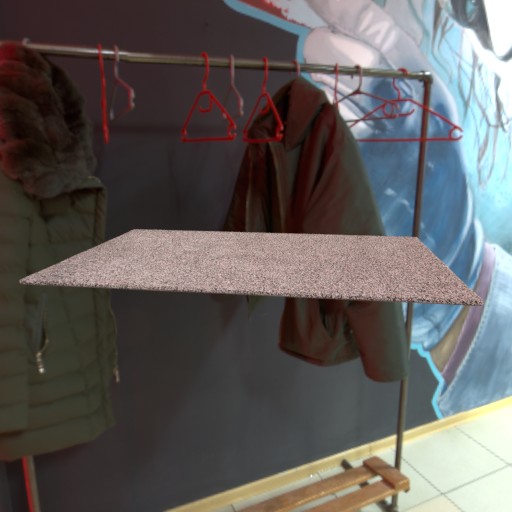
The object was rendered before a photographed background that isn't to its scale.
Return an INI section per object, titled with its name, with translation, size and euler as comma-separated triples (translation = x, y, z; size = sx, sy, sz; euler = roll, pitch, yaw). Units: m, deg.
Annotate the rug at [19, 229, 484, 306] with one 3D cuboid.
[rug]
translation = 0.000, 0.000, 3.423
size = 2.743, 0.030, 1.778
euler = 2, 14, 8
